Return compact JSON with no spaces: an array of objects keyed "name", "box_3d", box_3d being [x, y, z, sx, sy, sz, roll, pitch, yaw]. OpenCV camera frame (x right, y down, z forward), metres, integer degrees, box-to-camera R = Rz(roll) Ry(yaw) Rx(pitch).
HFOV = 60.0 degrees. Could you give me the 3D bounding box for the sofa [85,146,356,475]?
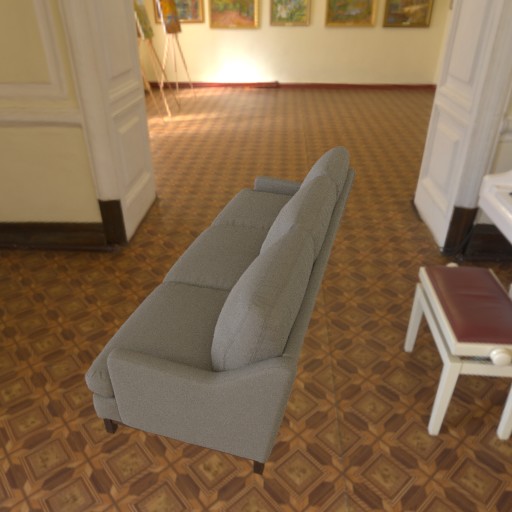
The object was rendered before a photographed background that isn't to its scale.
[{"name":"sofa","box_3d":[0.000,0.000,2.830,0.987,0.926,2.344,9,32,14]}]
